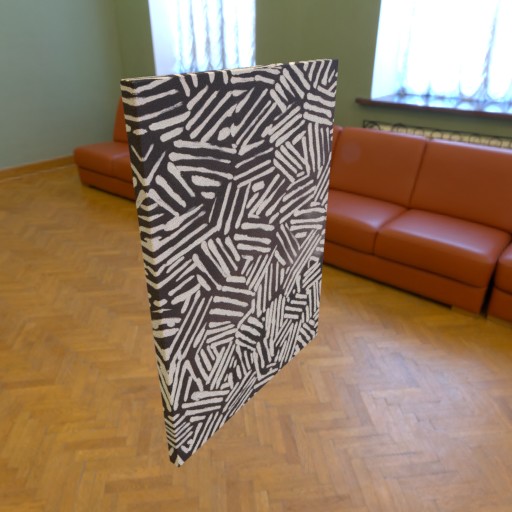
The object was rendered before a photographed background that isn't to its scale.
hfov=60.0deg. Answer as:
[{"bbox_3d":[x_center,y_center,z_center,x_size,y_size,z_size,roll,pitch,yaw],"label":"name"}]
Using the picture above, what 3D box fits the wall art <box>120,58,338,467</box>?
[{"bbox_3d":[0.000,0.000,1.291,0.038,1.017,0.765,19,33,33],"label":"wall art"}]
